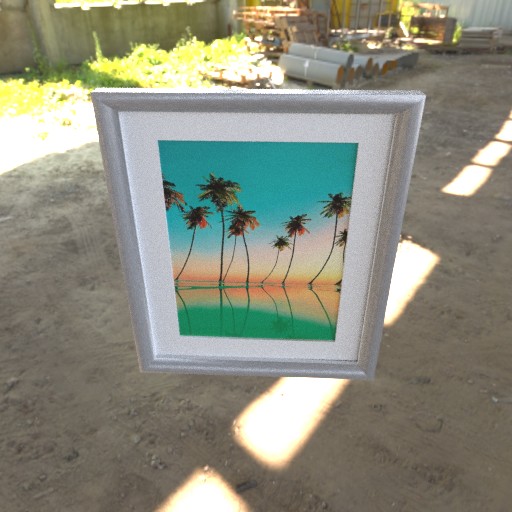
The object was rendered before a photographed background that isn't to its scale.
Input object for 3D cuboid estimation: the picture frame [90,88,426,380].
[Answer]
[{"bbox_3d":[0.000,0.000,0.535,0.327,0.378,0.027,1,31,2],"label":"picture frame"}]
